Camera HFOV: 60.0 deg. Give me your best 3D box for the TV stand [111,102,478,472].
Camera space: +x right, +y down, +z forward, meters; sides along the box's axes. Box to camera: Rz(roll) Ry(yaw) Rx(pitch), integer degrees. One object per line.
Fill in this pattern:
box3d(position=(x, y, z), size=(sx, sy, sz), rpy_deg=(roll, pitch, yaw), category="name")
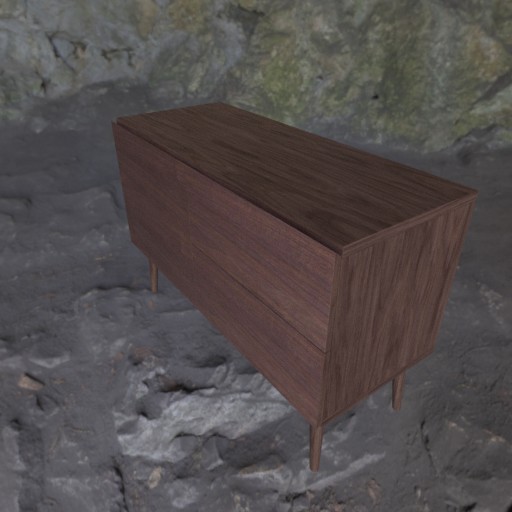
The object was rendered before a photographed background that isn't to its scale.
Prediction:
box3d(position=(0.000, 0.000, 1.316), size=(0.405, 0.660, 0.990), rpy_deg=(-21, 37, -30), category="TV stand")
